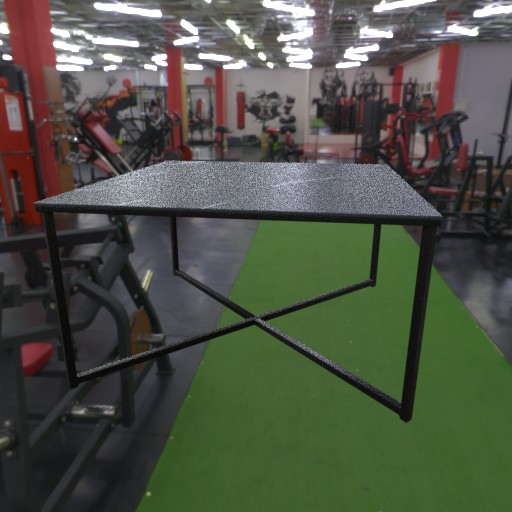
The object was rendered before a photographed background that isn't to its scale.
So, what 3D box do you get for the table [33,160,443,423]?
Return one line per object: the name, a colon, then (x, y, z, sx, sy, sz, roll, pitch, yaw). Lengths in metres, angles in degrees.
table: (0.000, 0.000, 1.295, 0.800, 0.450, 0.800, 3, 18, 8)
